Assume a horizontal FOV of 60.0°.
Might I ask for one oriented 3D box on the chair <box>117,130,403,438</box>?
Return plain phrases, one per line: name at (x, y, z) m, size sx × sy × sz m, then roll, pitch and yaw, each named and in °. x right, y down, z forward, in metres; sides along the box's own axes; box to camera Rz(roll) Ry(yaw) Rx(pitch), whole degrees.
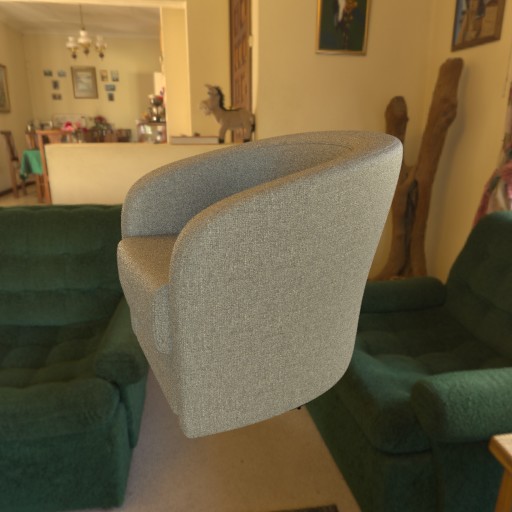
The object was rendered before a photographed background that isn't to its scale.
chair at (0.000, 0.000, 1.424) m, size 0.815 × 0.771 × 0.791 m, roll -8°, pitch 18°, yaw -25°
